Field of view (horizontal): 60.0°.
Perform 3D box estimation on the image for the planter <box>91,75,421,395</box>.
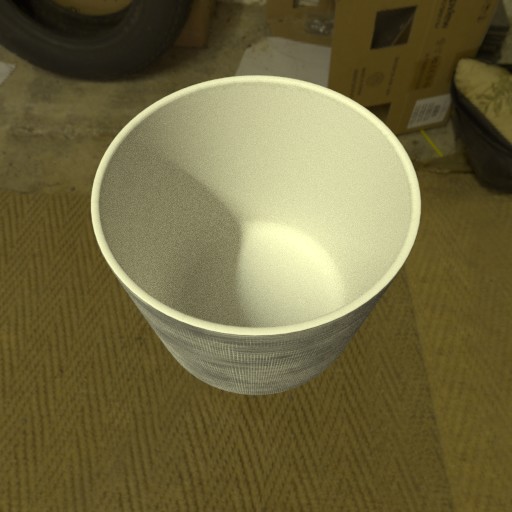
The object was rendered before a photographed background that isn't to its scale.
[{"bbox_3d":[0.000,0.000,0.770,0.440,0.398,0.440,0,59,0],"label":"planter"}]
